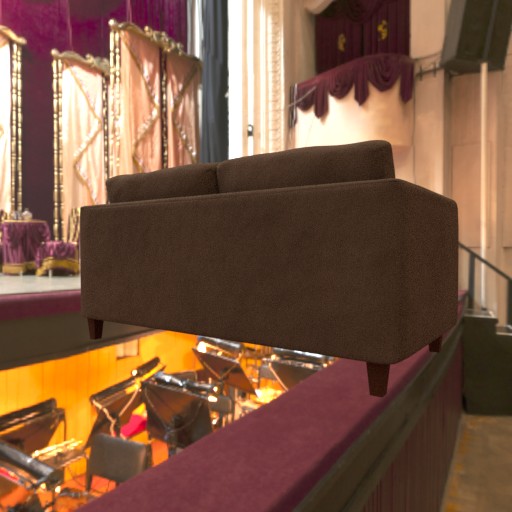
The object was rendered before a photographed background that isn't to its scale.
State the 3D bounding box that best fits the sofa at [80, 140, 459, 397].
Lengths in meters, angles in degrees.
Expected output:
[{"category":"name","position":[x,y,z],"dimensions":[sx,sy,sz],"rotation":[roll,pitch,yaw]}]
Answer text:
[{"category":"sofa","position":[0.000,0.000,2.399],"dimensions":[1.884,0.963,0.950],"rotation":[1,1,35]}]
